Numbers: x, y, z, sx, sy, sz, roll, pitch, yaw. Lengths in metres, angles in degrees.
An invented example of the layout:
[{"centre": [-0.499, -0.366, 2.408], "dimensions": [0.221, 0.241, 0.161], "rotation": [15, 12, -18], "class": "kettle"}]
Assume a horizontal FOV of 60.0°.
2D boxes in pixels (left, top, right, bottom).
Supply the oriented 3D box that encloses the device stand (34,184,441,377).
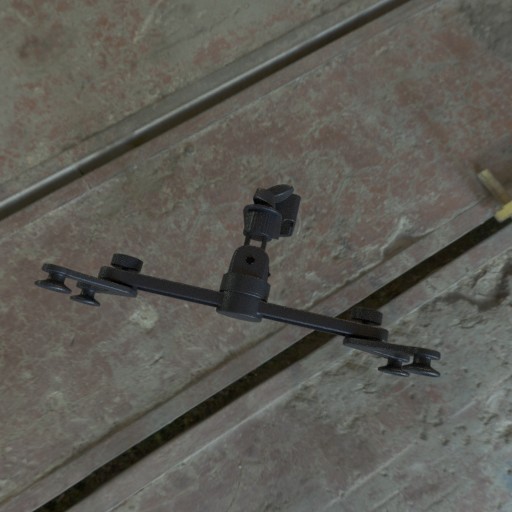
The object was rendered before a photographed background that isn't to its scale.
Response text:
[{"centre": [0.000, 0.000, 0.376], "dimensions": [0.270, 0.166, 0.142], "rotation": [12, 75, 3], "class": "device stand"}]
